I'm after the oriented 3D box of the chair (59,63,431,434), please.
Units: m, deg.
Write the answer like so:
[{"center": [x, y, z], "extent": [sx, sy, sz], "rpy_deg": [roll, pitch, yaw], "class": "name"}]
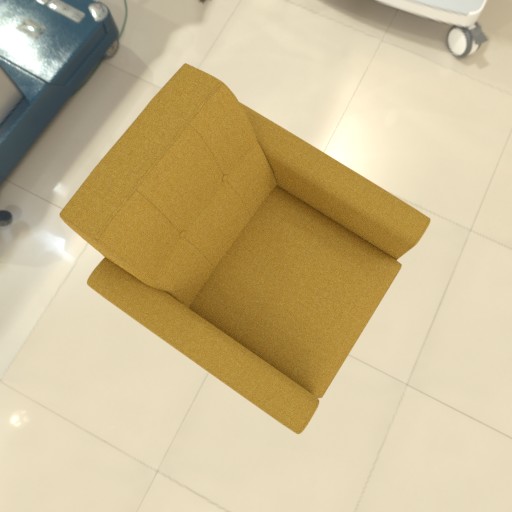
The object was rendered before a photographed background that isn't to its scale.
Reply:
[{"center": [0.000, 0.000, 1.562], "extent": [0.909, 0.841, 0.831], "rpy_deg": [33, 78, 8], "class": "chair"}]
